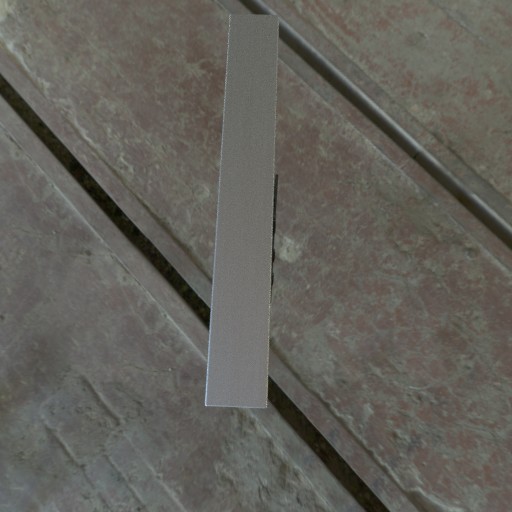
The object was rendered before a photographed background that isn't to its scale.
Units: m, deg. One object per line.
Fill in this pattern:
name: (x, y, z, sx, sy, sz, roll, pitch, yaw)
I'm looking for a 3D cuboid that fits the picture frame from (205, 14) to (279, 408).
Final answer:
picture frame: (0.000, 0.000, 0.268, 0.028, 0.208, 0.157, 2, 76, 1)
